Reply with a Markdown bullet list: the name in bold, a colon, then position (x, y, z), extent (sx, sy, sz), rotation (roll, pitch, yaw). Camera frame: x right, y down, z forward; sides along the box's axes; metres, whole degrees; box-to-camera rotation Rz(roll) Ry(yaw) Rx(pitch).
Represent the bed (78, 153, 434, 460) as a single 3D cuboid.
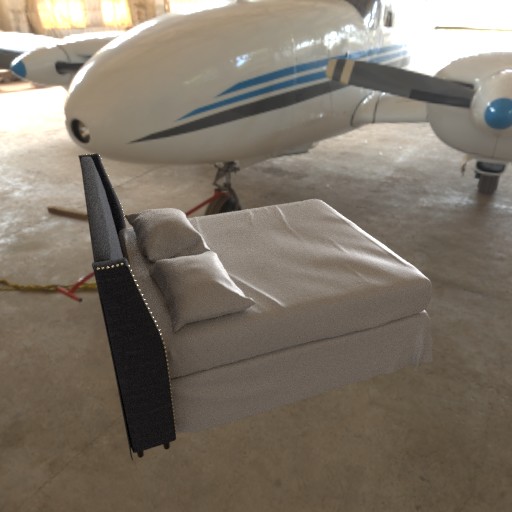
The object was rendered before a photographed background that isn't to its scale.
- **bed**: position (0.000, 0.000, 3.368), extent (2.276, 1.332, 1.925), rotation (-11, 31, -18)
